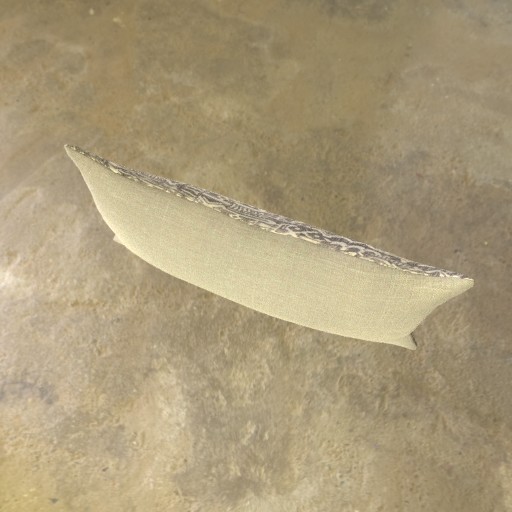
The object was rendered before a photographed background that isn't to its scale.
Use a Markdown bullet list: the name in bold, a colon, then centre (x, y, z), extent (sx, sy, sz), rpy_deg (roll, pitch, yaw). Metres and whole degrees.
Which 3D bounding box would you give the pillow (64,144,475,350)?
- **pillow**: centre (0.000, 0.000, 0.738), extent (0.631, 0.290, 0.148), rpy_deg (19, 64, 10)
